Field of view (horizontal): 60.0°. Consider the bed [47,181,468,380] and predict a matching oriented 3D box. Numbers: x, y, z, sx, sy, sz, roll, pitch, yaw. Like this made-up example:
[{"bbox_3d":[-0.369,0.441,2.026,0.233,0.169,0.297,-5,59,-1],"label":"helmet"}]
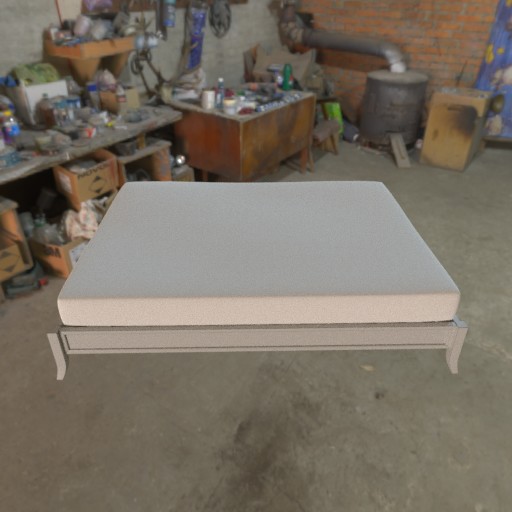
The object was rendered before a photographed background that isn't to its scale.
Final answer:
[{"bbox_3d":[0.000,0.000,2.878,2.108,0.510,1.604,-1,31,-1],"label":"bed"}]
